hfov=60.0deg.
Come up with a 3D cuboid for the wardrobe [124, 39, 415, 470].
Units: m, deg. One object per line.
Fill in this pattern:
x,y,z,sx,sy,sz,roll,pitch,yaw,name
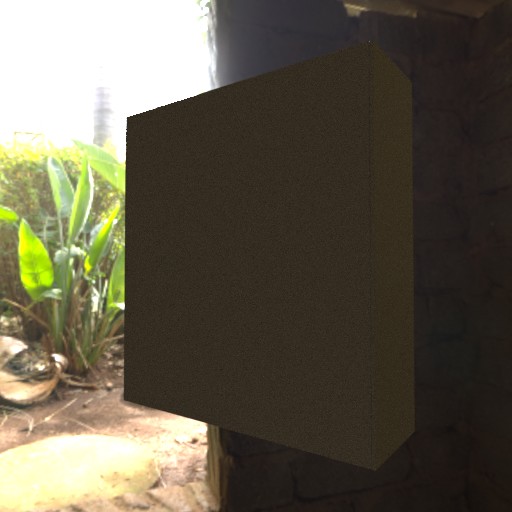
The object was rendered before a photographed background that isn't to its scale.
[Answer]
0.000,0.000,2.782,1.780,1.960,0.629,-1,-2,36,wardrobe
